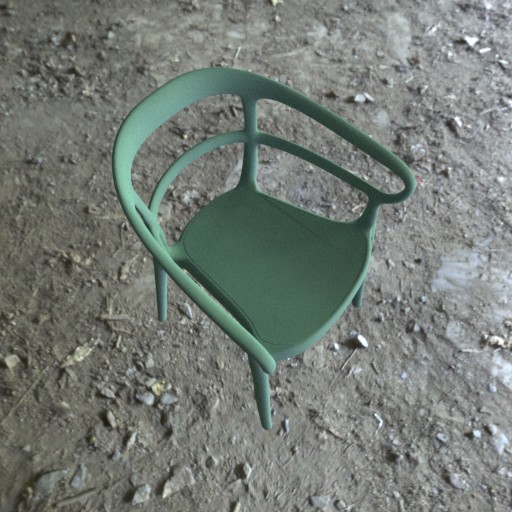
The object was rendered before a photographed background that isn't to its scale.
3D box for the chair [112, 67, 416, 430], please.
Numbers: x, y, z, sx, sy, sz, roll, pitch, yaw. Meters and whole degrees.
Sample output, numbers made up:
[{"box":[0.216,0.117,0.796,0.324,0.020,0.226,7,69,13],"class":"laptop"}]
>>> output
[{"box":[0.000,0.000,1.142,0.527,0.761,0.559,34,64,19],"class":"chair"}]
